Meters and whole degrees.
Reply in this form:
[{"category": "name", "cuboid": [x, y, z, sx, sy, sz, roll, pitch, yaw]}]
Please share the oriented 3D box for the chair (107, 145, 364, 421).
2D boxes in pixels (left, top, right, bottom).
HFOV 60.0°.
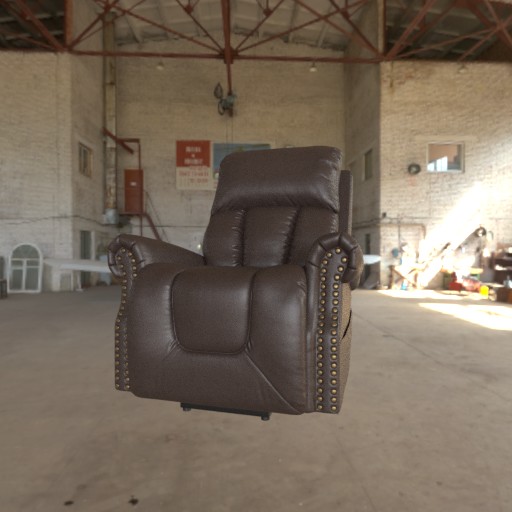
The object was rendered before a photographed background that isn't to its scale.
[{"category": "chair", "cuboid": [0.000, 0.000, 1.769, 0.869, 1.028, 0.978, 0, 1, 17]}]
